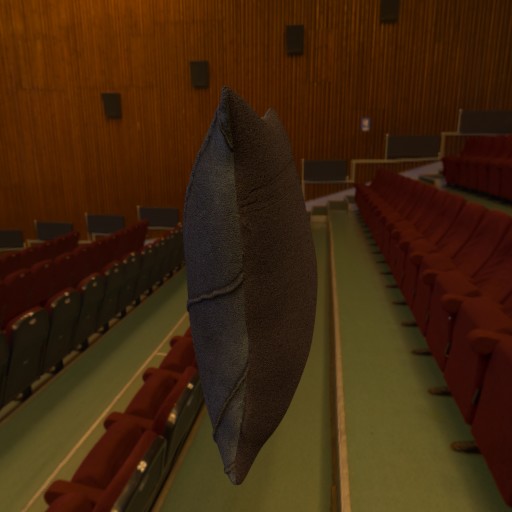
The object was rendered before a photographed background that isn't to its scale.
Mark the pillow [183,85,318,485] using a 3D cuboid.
[{"bbox_3d":[0.000,0.000,0.655,0.183,0.440,0.439,2,15,8],"label":"pillow"}]
